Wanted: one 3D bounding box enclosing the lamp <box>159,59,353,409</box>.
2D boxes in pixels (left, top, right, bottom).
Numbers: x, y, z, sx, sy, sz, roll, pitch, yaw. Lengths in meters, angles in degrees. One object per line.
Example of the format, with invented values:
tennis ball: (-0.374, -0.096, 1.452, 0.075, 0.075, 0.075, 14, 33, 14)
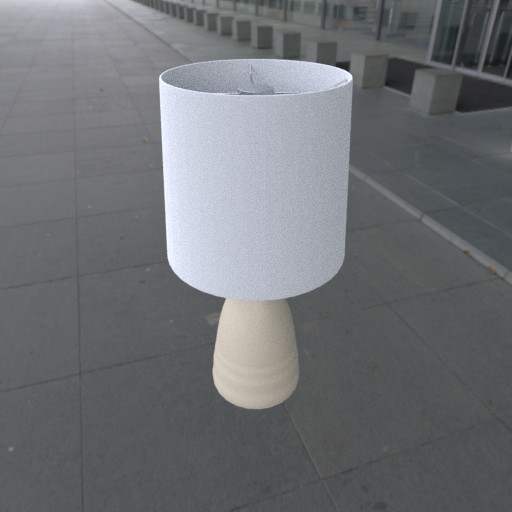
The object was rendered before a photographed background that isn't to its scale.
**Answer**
lamp: (0.000, 0.000, 0.479, 0.186, 0.369, 0.186, 0, 32, 0)
